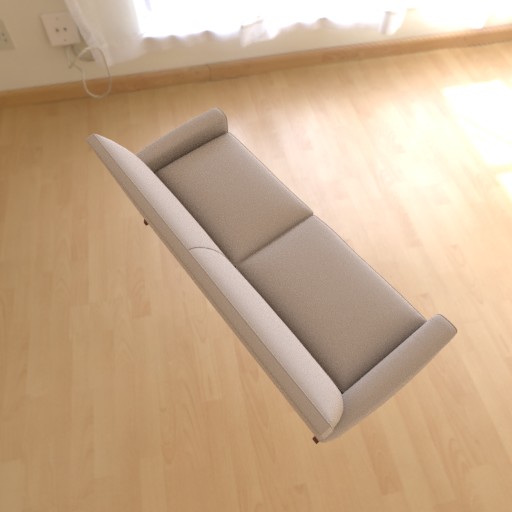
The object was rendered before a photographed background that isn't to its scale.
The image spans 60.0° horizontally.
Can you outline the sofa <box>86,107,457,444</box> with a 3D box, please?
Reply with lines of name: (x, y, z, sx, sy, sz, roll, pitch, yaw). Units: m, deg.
sofa: (0.000, 0.000, 2.474, 0.875, 0.846, 2.000, -33, 63, -19)
